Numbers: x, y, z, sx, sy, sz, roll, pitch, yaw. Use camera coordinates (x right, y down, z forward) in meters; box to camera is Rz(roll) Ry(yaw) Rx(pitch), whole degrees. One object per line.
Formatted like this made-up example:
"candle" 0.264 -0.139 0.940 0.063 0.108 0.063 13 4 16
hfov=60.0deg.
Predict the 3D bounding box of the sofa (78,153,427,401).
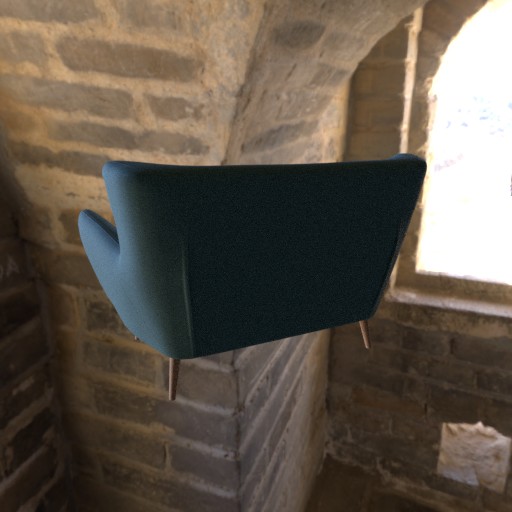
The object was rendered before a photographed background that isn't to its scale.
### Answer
"sofa" 0.000 0.000 1.977 1.397 0.889 0.889 -7 17 -25
